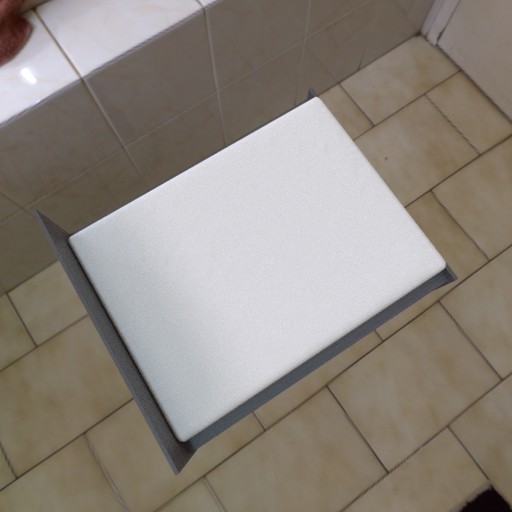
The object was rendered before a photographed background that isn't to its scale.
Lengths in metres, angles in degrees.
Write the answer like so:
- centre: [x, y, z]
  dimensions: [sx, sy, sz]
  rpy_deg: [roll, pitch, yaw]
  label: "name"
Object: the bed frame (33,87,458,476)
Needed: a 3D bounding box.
- centre: [0.000, 0.000, 2.849]
  dimensions: [1.960, 0.800, 1.622]
  rpy_deg: [-32, 77, -8]
  label: "bed frame"
